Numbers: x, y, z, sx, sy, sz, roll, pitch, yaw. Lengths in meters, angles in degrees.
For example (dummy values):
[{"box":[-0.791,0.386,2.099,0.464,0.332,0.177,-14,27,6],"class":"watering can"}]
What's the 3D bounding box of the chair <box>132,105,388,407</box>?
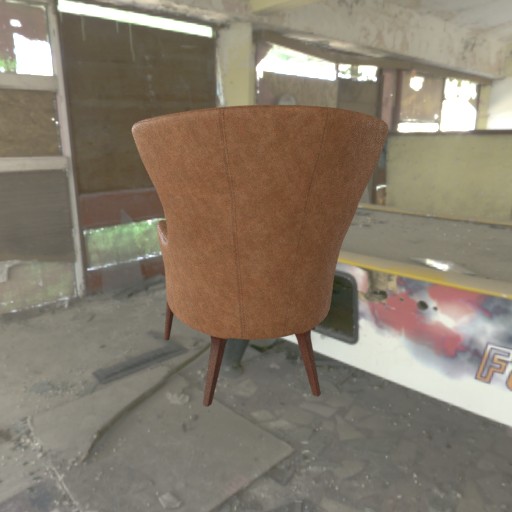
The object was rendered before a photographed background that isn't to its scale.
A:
[{"box":[0.000,0.000,1.750,0.846,1.067,0.955,-2,15,-9],"class":"chair"}]
